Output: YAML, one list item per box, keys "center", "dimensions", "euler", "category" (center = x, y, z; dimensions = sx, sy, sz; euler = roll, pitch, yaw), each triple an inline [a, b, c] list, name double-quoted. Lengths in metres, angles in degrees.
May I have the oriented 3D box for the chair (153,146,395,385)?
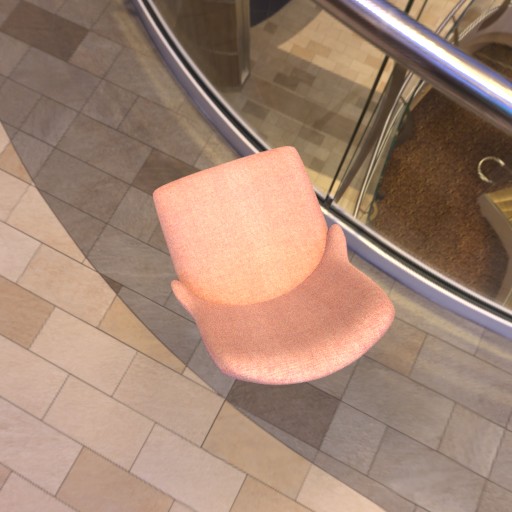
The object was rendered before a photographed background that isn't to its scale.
- center: [0.000, 0.000, 1.296]
  dimensions: [0.535, 0.918, 0.707]
  euler: [-18, 77, -5]
  category: "chair"
